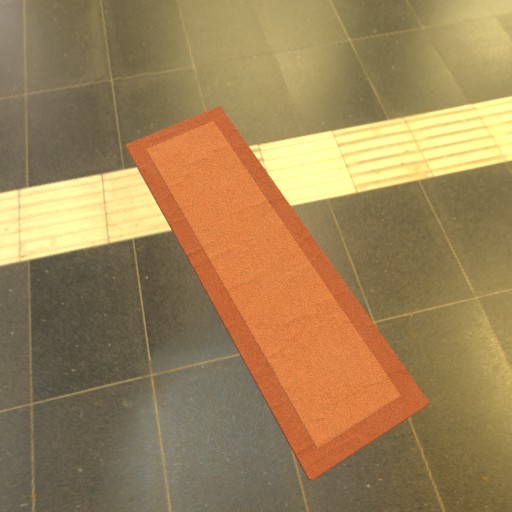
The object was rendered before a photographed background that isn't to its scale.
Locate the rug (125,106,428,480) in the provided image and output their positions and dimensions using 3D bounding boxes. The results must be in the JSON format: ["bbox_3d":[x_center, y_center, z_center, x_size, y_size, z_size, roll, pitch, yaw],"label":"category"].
[{"bbox_3d":[0.000,0.000,2.737,0.914,0.013,2.471,-30,68,-14],"label":"rug"}]
